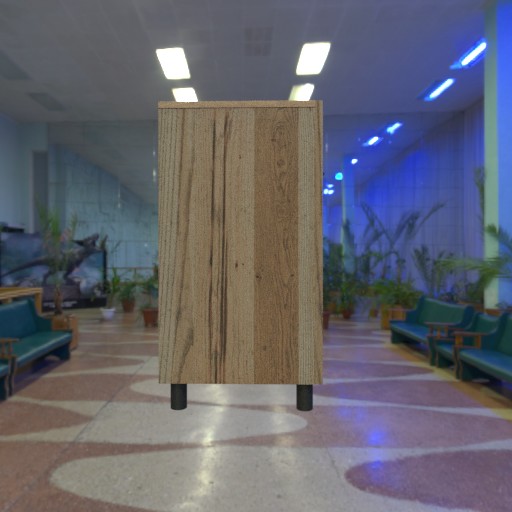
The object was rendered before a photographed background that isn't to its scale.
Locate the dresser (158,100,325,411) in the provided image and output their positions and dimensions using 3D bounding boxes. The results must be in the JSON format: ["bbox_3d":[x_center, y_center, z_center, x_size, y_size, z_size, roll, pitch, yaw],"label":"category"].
[{"bbox_3d":[0.000,0.000,1.958,0.487,0.834,1.547,0,0,1],"label":"dresser"}]
